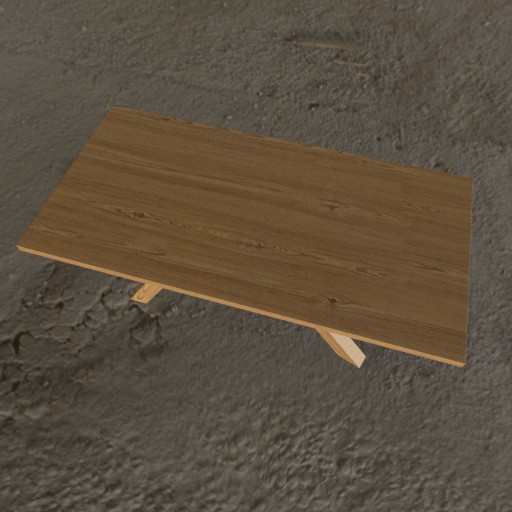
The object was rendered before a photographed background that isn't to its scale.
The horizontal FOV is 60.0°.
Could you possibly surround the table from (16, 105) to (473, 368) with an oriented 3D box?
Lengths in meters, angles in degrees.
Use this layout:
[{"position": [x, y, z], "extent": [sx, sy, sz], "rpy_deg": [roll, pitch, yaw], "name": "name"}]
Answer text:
[{"position": [0.000, 0.000, 2.239], "extent": [1.797, 0.750, 0.901], "rpy_deg": [14, 59, 8], "name": "table"}]
